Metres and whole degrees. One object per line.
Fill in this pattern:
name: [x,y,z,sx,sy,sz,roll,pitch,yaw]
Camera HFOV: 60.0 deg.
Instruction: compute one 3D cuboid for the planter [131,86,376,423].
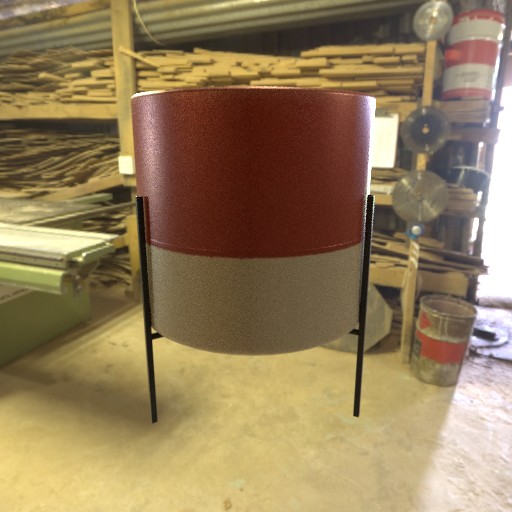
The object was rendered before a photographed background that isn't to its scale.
planter: [0.000,0.000,0.695,0.354,0.465,0.345,8,17,26]
